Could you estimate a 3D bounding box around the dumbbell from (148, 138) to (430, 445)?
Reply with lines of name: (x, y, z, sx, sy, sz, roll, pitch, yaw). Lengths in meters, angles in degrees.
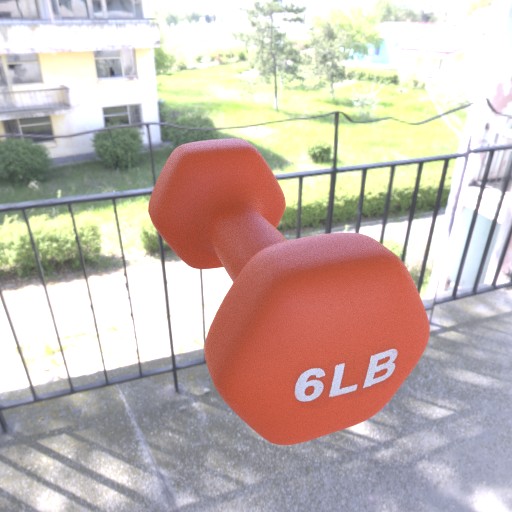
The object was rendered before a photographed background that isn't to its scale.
dumbbell: (0.000, 0.000, 0.201, 0.079, 0.071, 0.162, -10, 31, -17)
